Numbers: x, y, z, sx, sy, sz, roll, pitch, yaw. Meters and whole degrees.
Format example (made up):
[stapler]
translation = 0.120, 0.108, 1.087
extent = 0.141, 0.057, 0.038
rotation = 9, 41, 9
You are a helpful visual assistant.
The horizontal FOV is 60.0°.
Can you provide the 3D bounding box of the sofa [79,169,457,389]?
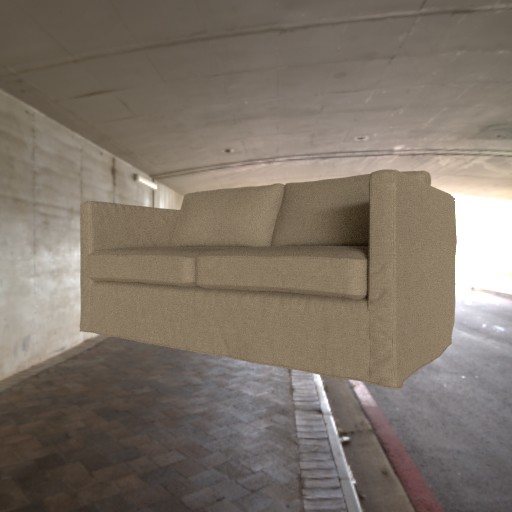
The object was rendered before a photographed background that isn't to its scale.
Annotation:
[sofa]
translation = 0.000, 0.000, 2.280
extent = 1.766, 0.828, 0.956
rotation = 1, 1, 35
